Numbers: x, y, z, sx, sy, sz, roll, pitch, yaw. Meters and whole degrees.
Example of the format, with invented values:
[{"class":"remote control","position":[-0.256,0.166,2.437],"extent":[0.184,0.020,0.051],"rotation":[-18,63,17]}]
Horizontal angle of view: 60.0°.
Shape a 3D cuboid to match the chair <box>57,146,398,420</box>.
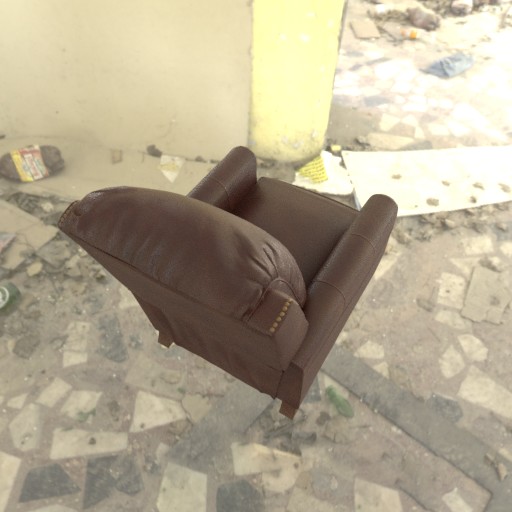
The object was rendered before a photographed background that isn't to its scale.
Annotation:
[{"class":"chair","position":[0.000,0.000,1.769],"extent":[0.826,1.022,1.089],"rotation":[24,52,21]}]
